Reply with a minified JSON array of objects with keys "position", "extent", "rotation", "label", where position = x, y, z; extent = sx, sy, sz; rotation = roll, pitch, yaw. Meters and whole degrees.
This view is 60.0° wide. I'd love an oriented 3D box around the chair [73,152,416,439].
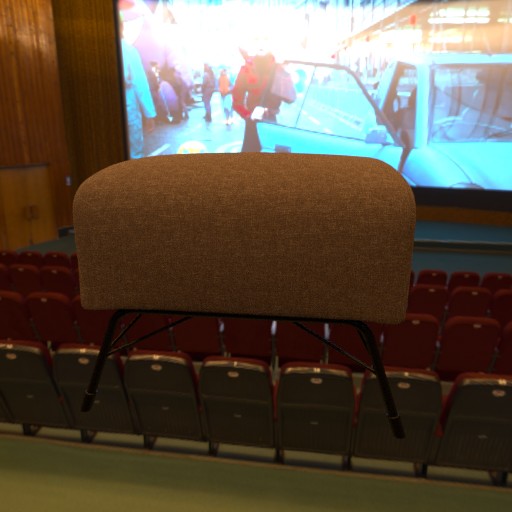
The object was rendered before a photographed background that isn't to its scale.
[{"position":[0.000,0.000,0.903],"extent":[0.530,0.410,0.530],"rotation":[2,16,7],"label":"chair"}]
